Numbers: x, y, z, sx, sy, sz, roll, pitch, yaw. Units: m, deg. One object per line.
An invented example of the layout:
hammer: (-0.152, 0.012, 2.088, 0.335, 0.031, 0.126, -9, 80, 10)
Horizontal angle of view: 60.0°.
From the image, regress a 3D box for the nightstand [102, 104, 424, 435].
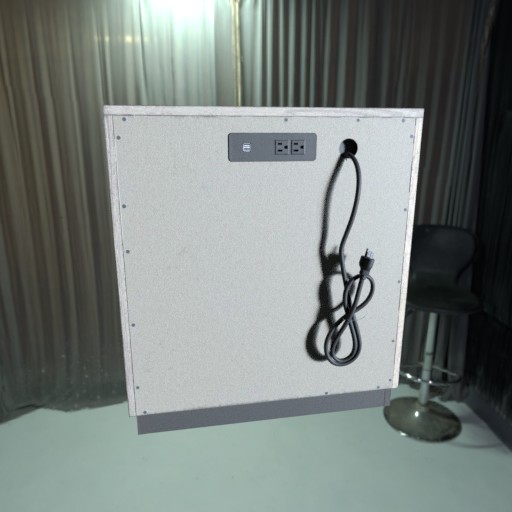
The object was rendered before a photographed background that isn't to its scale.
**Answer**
nightstand: (0.000, 0.000, 1.084, 0.612, 0.673, 0.483, -3, 15, -10)
